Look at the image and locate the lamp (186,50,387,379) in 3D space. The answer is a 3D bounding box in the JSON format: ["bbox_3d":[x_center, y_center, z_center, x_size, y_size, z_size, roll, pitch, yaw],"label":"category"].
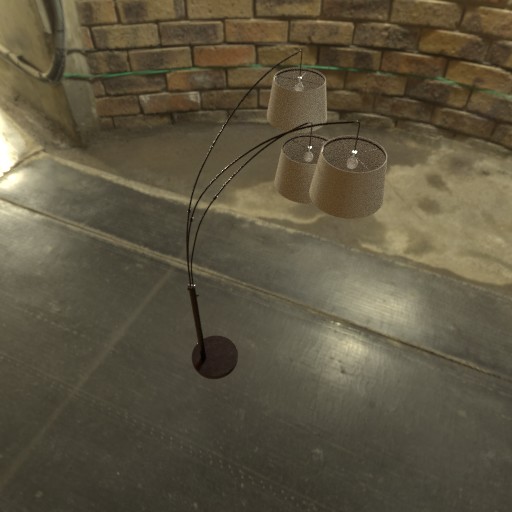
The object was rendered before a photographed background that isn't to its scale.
[{"bbox_3d":[0.000,0.000,2.482,0.924,1.950,0.951,-10,48,-9],"label":"lamp"}]
